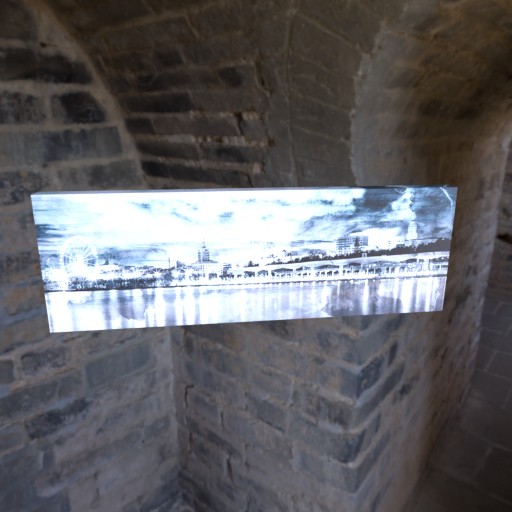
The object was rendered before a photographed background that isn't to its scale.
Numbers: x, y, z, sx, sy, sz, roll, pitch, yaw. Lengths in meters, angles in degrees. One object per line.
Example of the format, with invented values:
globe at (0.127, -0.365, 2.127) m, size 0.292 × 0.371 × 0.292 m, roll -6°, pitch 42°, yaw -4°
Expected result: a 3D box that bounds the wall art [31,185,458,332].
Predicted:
wall art at (0.000, 0.000, 0.835) m, size 0.759 × 0.251 × 0.037 m, roll -2°, pitch 16°, yaw -7°
